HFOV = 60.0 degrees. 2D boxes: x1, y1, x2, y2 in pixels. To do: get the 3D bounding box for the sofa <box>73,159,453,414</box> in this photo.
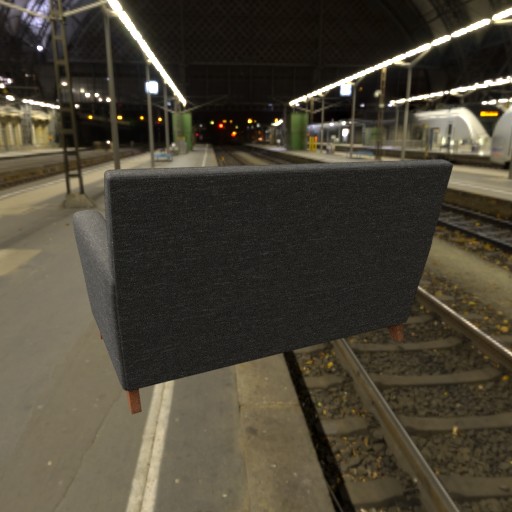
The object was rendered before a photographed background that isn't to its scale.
[{"bbox_3d":[0.000,0.000,1.971,1.420,0.846,0.875,-8,17,-26],"label":"sofa"}]
